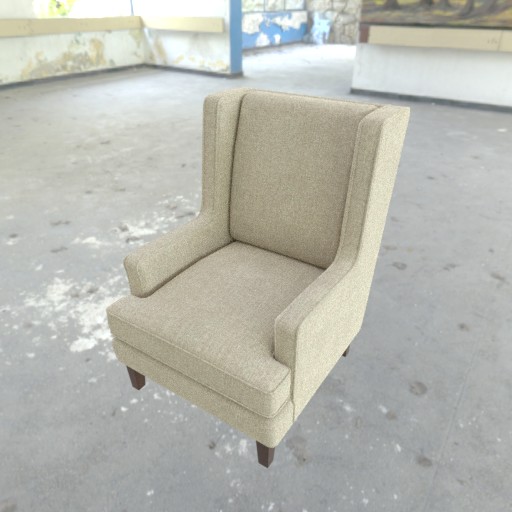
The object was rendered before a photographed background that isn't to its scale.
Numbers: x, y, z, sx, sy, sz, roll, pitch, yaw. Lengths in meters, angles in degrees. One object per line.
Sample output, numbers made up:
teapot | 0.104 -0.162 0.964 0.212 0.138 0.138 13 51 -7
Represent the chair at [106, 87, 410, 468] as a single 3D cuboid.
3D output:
chair | 0.000 0.000 1.747 0.764 1.082 0.948 19 35 29
